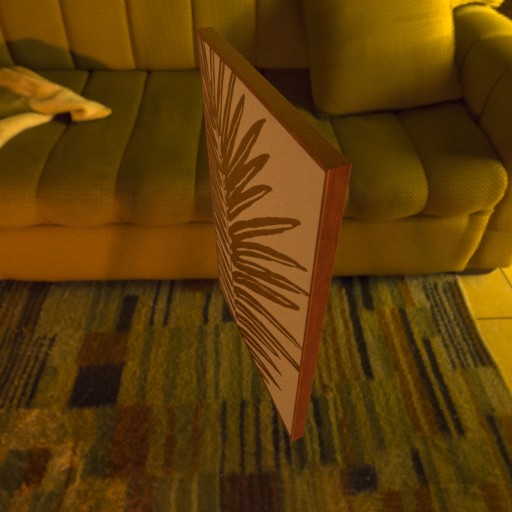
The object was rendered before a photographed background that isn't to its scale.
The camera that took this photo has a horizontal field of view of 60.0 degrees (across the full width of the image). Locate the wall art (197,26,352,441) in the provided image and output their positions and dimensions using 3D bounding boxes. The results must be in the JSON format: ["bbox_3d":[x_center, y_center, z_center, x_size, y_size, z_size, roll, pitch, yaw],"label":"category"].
[{"bbox_3d":[0.000,0.000,1.137,0.037,0.914,0.610,-16,47,-16],"label":"wall art"}]
